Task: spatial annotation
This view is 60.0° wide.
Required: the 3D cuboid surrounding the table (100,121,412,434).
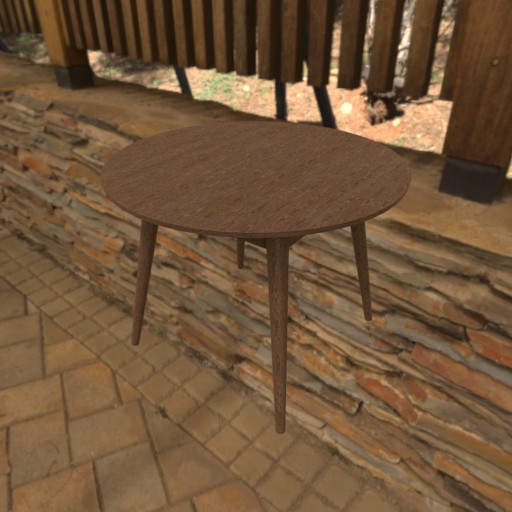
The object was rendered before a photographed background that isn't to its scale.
[{"bbox_3d":[0.000,0.000,1.769,1.053,0.786,1.053,0,32,0],"label":"table"}]
